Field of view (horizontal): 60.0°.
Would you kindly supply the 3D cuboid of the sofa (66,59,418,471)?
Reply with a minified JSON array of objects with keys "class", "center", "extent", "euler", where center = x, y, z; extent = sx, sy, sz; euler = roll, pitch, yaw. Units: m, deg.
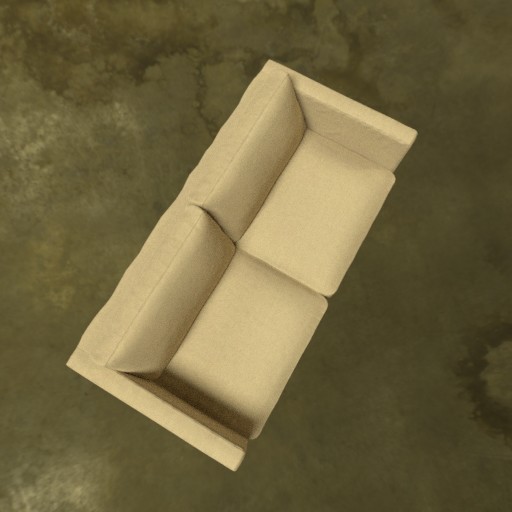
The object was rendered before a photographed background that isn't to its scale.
[{"class":"sofa","center":[0.000,0.000,2.479],"extent":[0.962,0.835,1.959],"euler":[29,77,7]}]
